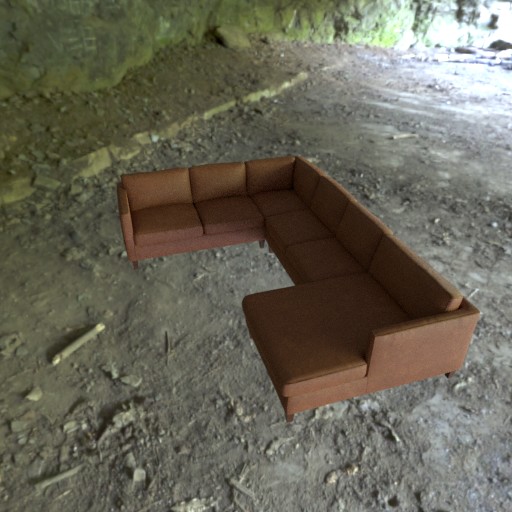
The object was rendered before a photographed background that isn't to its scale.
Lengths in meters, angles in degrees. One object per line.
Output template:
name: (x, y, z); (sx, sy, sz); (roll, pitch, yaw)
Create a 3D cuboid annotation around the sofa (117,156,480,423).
sofa: (0.000, 0.000, 4.580); (2.593, 0.923, 3.460); (-10, 34, -15)
